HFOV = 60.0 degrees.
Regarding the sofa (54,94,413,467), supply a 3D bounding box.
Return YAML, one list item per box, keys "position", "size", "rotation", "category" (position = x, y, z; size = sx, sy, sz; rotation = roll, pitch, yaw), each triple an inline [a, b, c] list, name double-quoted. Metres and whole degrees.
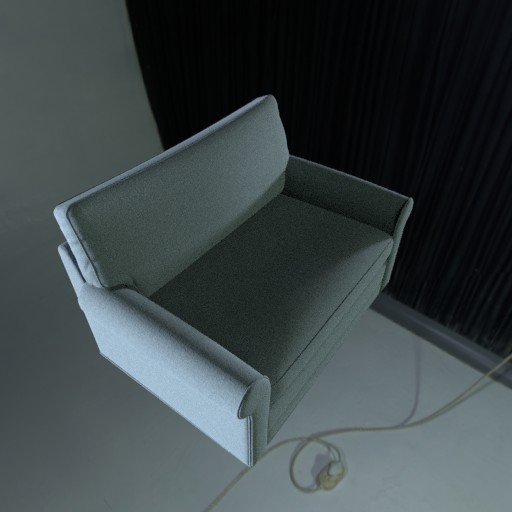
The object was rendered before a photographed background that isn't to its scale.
- position: [0.000, 0.000, 2.030]
  size: [0.940, 0.953, 1.410]
  rotation: [26, 48, 26]
  category: "sofa"
